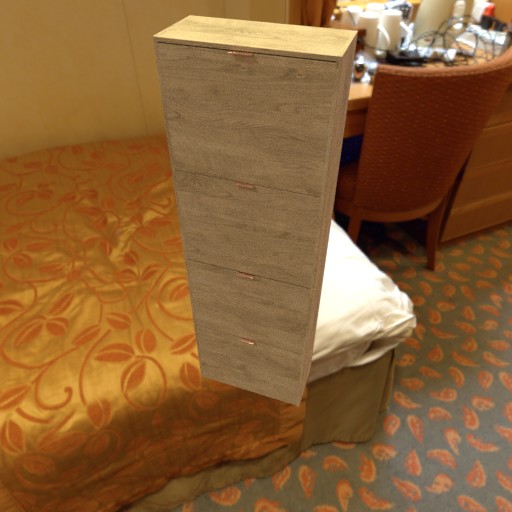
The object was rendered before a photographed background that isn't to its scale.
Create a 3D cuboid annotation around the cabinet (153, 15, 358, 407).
[{"bbox_3d":[0.000,0.000,1.759,0.520,1.630,0.250,13,43,14],"label":"cabinet"}]
